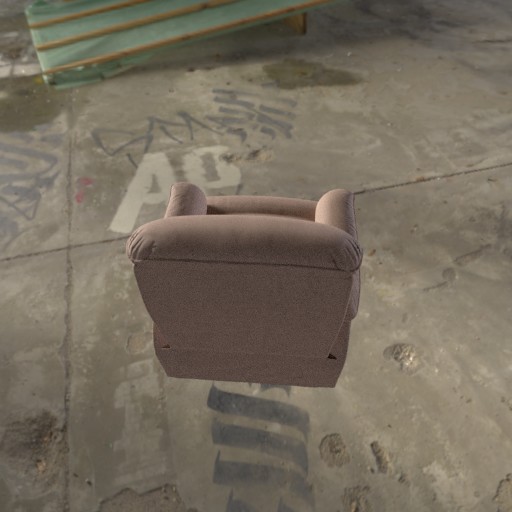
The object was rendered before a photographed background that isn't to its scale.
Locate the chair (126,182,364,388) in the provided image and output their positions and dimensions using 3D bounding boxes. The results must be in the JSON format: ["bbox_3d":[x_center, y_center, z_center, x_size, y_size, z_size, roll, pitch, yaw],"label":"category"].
[{"bbox_3d":[0.000,0.000,1.770,0.820,1.037,1.004,3,45,3],"label":"chair"}]
